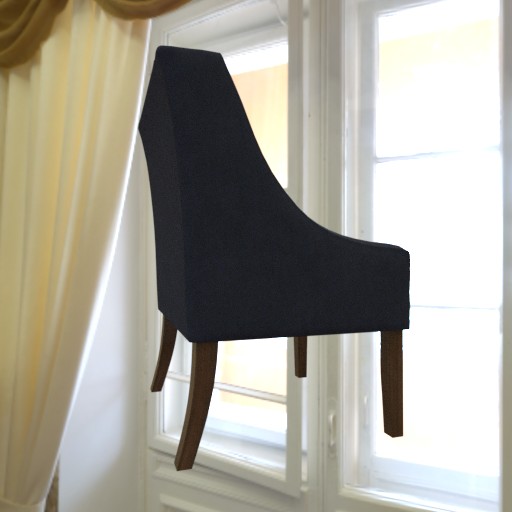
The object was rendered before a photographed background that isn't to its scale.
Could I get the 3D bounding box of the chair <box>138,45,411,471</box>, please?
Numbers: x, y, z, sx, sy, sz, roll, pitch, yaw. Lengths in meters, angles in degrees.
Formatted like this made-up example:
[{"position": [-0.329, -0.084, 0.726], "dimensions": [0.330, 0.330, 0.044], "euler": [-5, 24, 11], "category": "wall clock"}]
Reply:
[{"position": [0.000, 0.000, 1.291], "dimensions": [0.629, 0.895, 0.629], "euler": [0, 0, -19], "category": "chair"}]
